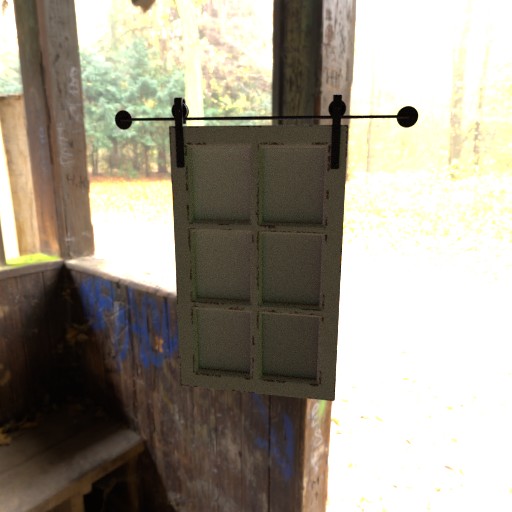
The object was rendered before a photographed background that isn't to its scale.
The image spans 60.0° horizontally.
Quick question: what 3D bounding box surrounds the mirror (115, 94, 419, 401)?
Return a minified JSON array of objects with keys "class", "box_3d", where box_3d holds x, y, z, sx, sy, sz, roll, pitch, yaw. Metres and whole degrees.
[{"class":"mirror","box_3d":[0.000,0.000,1.236,0.808,0.844,0.037,3,14,10]}]
